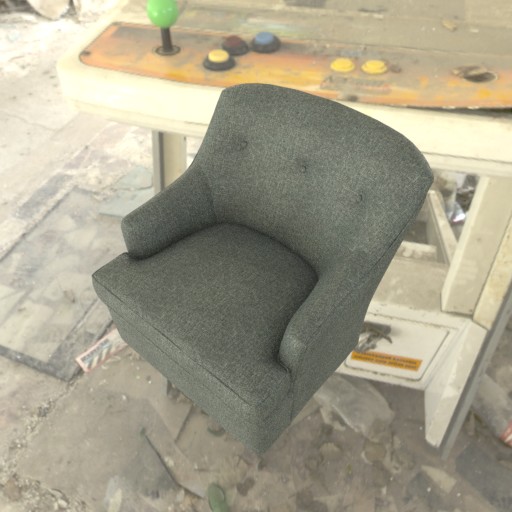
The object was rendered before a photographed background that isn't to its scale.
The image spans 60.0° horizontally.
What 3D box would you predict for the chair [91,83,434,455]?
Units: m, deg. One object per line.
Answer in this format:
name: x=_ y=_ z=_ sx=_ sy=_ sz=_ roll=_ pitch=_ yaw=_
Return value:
chair: x=0.000 y=0.000 z=1.609 sx=0.864 sy=0.856 sz=0.923 roll=31 pitch=54 yaw=26
